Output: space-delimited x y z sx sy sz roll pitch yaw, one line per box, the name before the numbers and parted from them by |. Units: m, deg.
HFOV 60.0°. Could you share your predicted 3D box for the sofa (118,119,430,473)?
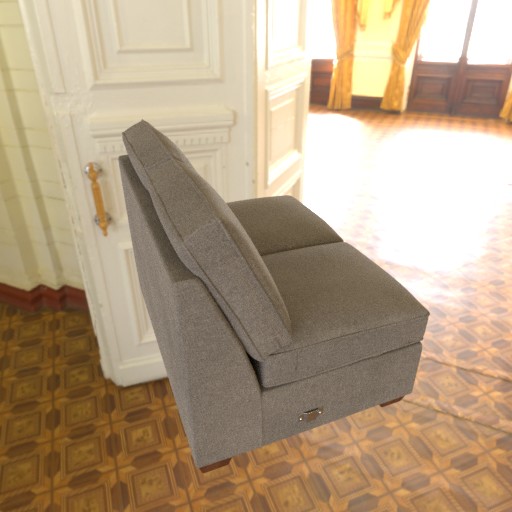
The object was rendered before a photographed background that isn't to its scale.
sofa | 0.000 0.000 1.964 0.951 1.008 1.237 -11 32 -19
